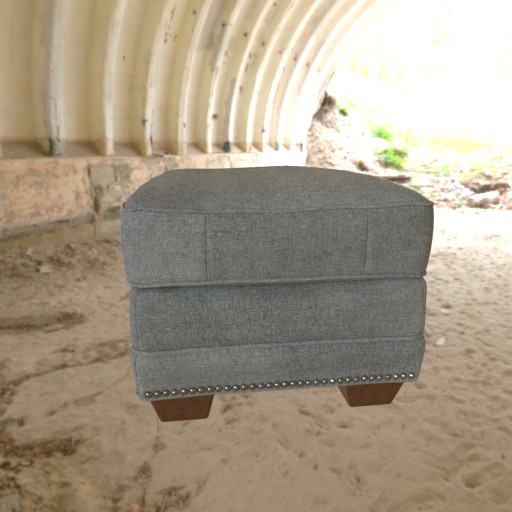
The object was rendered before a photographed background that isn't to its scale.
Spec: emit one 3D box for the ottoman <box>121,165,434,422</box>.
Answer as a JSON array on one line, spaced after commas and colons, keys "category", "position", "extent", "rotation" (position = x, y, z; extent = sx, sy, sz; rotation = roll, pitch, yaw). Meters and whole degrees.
[{"category": "ottoman", "position": [0.000, 0.000, 1.144], "extent": [0.561, 0.457, 0.813], "rotation": [-2, 14, -8]}]
